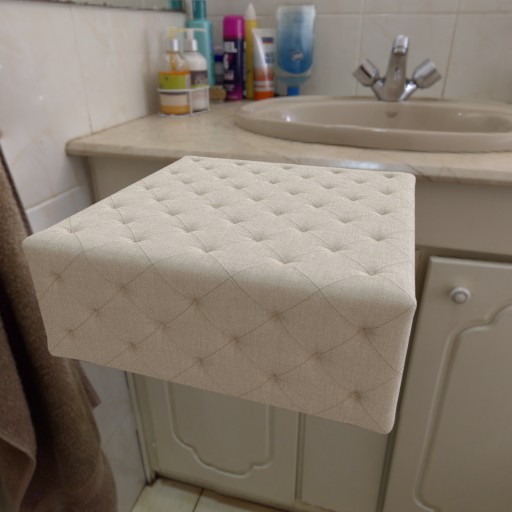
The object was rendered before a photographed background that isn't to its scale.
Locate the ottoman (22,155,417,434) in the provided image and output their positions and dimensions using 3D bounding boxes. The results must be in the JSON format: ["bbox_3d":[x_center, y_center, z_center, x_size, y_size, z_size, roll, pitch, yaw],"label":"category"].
[{"bbox_3d":[0.000,0.000,1.579,1.028,0.439,1.028,8,27,16],"label":"ottoman"}]
